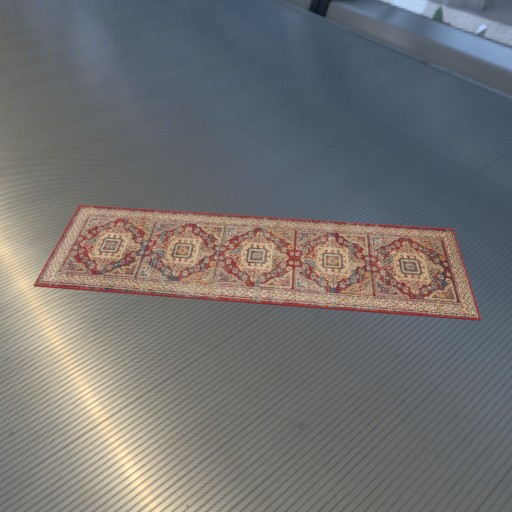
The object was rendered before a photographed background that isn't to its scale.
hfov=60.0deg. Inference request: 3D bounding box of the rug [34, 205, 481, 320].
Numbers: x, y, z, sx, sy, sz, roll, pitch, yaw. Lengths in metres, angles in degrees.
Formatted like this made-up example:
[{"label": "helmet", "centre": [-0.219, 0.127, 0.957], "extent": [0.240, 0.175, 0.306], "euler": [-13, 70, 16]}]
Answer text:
[{"label": "rug", "centre": [0.000, 0.000, 2.483], "extent": [2.292, 0.015, 0.659], "euler": [4, 47, 4]}]
